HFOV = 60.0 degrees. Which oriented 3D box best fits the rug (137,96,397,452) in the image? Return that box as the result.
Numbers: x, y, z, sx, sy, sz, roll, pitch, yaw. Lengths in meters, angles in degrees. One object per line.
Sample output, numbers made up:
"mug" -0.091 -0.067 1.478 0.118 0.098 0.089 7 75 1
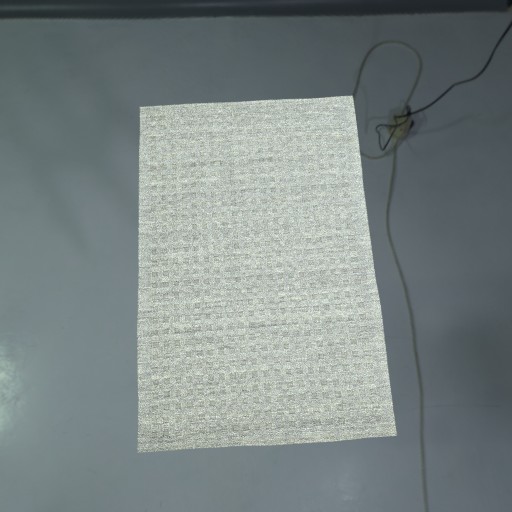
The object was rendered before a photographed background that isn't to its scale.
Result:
"rug" 0.000 0.000 2.887 1.532 0.018 2.297 -3 75 -1
